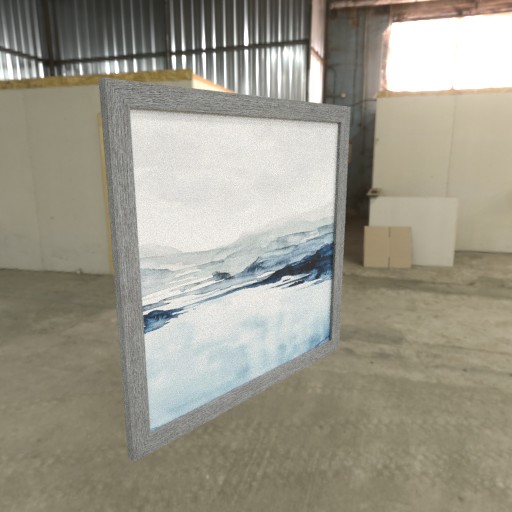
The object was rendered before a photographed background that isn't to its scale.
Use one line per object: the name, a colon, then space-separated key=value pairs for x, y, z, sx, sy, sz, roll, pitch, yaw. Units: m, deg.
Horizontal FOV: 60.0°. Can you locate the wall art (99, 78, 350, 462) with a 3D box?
wall art: x=0.000 y=0.000 z=1.005 sx=0.020 sy=0.685 sz=0.685 roll=13 pitch=19 yaw=43
